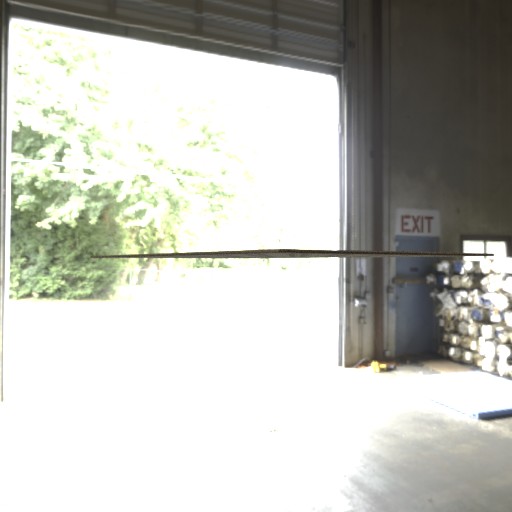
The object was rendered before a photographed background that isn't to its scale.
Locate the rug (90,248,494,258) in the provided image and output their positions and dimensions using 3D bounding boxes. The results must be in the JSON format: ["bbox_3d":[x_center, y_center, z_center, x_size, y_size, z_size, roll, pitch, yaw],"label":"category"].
[{"bbox_3d":[0.000,0.000,2.079,1.066,0.011,1.677,1,-1,-36],"label":"rug"}]
